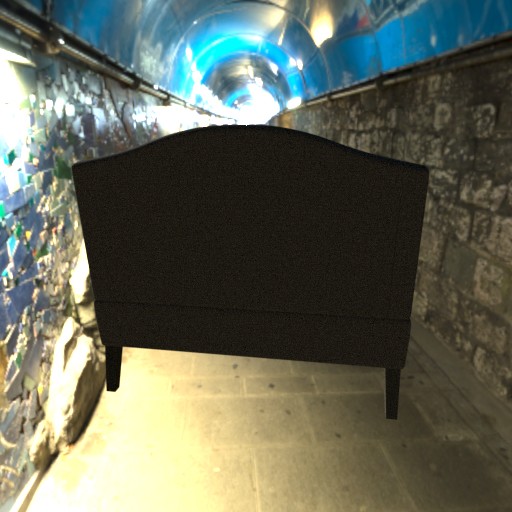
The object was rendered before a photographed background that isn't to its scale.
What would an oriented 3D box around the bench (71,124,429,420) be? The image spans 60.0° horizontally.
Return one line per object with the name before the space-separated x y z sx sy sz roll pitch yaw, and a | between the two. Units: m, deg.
bench | 0.000 0.000 2.088 1.335 1.180 0.815 3 16 9
